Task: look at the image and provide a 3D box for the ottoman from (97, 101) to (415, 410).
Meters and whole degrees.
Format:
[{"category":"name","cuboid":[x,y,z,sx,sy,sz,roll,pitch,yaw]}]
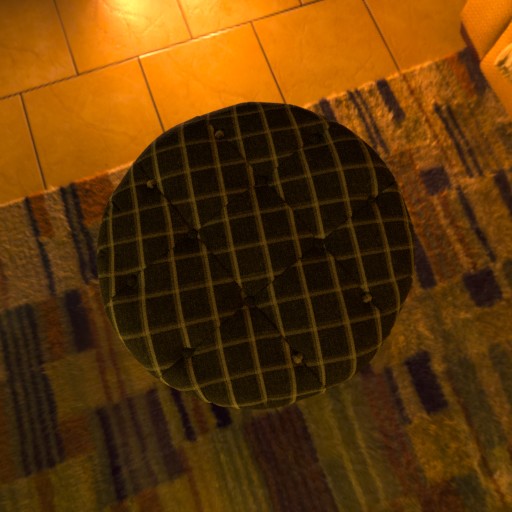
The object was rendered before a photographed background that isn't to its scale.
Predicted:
[{"category":"ottoman","cuboid":[0.000,0.000,1.393,0.901,0.439,0.901,0,76,0]}]
